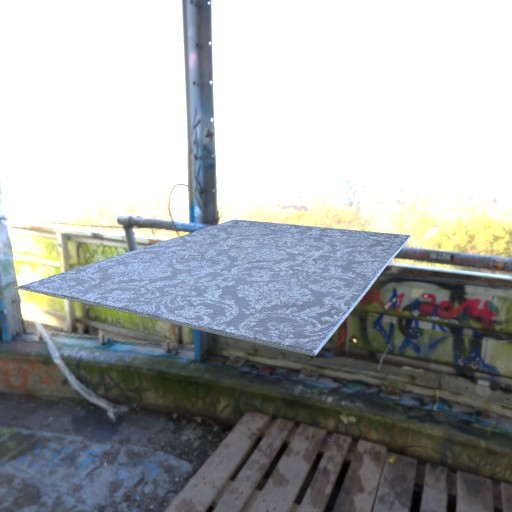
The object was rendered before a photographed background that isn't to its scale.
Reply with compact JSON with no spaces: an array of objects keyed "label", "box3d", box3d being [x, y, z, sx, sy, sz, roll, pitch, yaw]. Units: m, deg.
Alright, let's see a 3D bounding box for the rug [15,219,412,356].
[{"label":"rug","box3d":[0.000,0.000,2.812,1.578,0.014,2.206,7,16,26]}]
